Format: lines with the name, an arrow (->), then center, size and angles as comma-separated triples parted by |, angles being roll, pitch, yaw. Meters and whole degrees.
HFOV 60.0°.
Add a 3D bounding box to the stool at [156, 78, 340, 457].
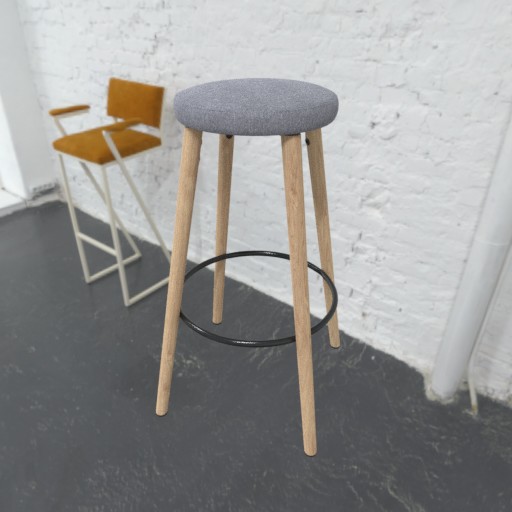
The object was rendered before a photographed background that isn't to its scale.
stool -> 0.000, 0.000, 1.040 | 0.410, 0.770, 0.410 | 9, 31, 15
